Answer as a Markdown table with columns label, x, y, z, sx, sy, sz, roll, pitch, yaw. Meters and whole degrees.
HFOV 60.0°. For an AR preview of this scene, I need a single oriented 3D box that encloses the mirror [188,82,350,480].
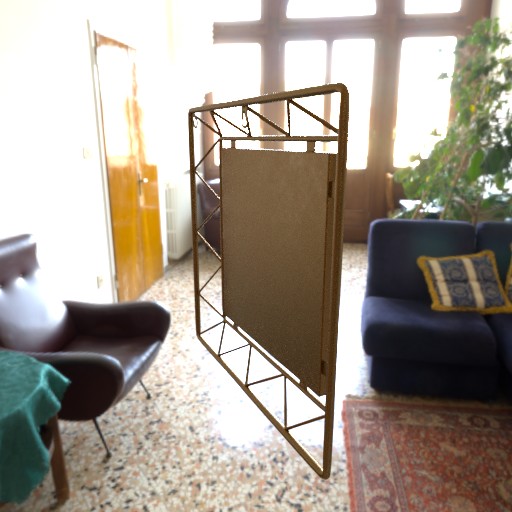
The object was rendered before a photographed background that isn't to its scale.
| label | x | y | z | sx | sy | sz | roll | pitch | yaw |
| --- | --- | --- | --- | --- | --- | --- | --- | --- | --- |
| mirror | 0.000 | 0.000 | 0.618 | 0.046 | 0.414 | 0.416 | -8 | 17 | -26 |
